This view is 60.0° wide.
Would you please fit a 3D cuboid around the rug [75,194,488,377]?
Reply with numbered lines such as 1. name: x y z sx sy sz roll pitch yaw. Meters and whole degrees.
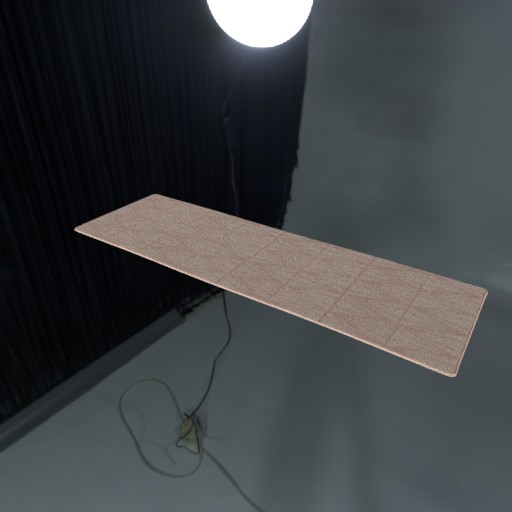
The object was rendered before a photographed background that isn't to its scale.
1. rug: 0.000 0.000 2.643 2.435 0.015 0.760 18 34 29
